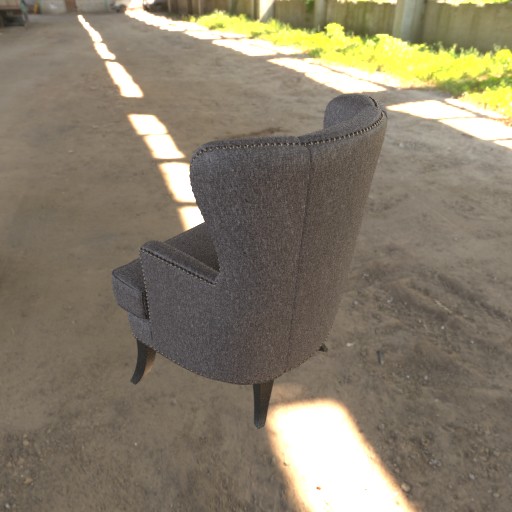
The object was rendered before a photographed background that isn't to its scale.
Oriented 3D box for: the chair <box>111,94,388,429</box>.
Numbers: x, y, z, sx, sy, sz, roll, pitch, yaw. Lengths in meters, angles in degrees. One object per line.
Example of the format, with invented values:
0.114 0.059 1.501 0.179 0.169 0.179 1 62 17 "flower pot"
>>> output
0.000 0.000 1.593 0.758 1.060 0.759 21 37 31 "chair"
